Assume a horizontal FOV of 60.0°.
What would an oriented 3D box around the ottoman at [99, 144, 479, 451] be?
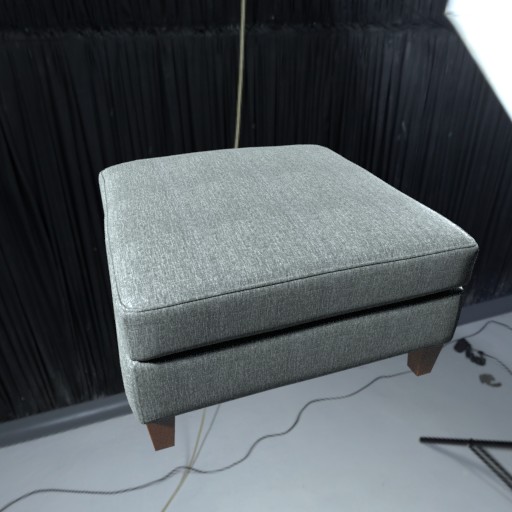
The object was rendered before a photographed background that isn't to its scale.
[{"bbox_3d":[0.000,0.000,1.324,0.838,0.481,0.838,-10,32,-17],"label":"ottoman"}]
